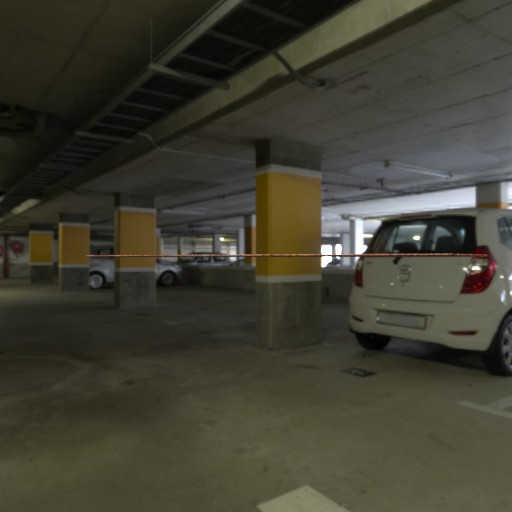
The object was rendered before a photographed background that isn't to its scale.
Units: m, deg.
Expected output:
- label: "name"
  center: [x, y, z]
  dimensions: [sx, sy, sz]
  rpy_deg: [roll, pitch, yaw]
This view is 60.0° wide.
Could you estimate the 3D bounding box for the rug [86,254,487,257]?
- label: "rug"
  center: [0.000, 0.000, 2.721]
  dimensions: [2.435, 0.011, 0.750]
  rpy_deg: [0, 0, 36]
